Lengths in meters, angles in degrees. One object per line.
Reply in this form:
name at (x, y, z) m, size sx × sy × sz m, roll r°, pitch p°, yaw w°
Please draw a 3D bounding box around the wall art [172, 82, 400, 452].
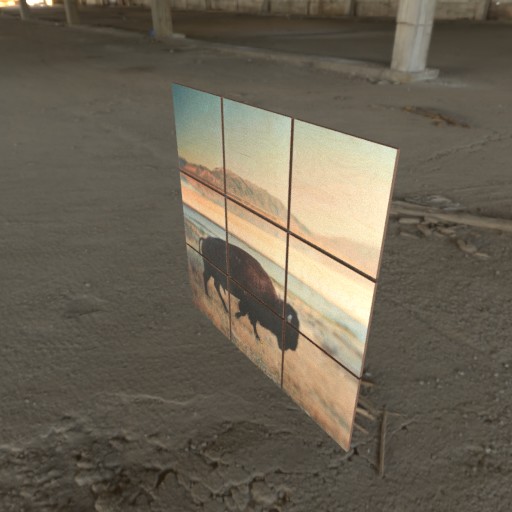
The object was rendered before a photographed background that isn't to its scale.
wall art at (0.000, 0.000, 1.864) m, size 0.019 × 1.218 × 1.221 m, roll -21°, pitch 37°, yaw -31°
